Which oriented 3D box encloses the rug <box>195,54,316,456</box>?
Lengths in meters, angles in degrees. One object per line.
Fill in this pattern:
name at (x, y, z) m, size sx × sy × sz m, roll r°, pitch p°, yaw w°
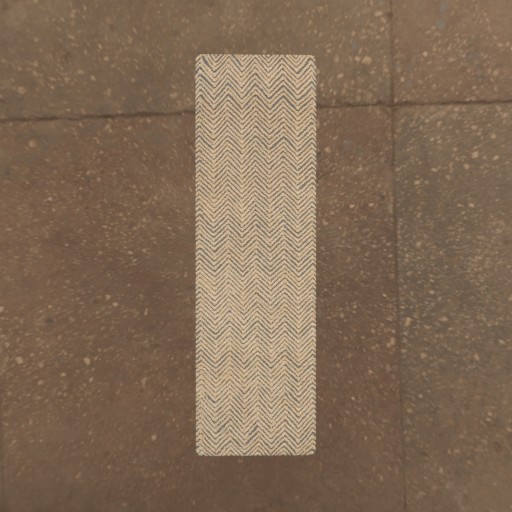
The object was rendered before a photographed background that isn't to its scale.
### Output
rug at (0.000, 0.000, 2.531) m, size 0.686 × 0.008 × 2.286 m, roll 0°, pitch 91°, yaw -1°
